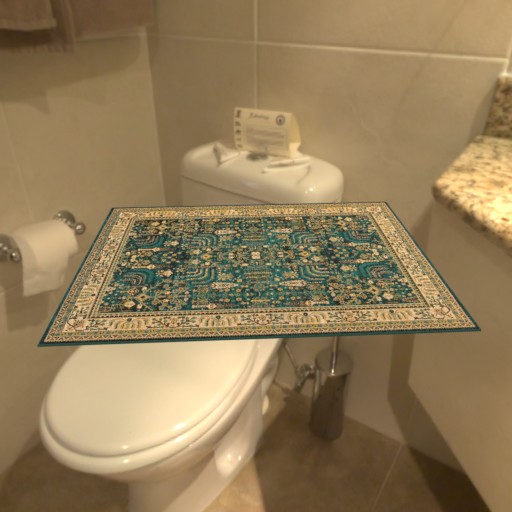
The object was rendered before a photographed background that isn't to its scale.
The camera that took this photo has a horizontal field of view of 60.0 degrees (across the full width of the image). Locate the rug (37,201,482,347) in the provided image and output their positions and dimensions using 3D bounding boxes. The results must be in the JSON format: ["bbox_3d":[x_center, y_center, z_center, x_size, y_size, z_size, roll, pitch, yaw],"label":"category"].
[{"bbox_3d":[0.000,0.000,2.886,2.213,0.013,1.594,-2,31,-3],"label":"rug"}]
